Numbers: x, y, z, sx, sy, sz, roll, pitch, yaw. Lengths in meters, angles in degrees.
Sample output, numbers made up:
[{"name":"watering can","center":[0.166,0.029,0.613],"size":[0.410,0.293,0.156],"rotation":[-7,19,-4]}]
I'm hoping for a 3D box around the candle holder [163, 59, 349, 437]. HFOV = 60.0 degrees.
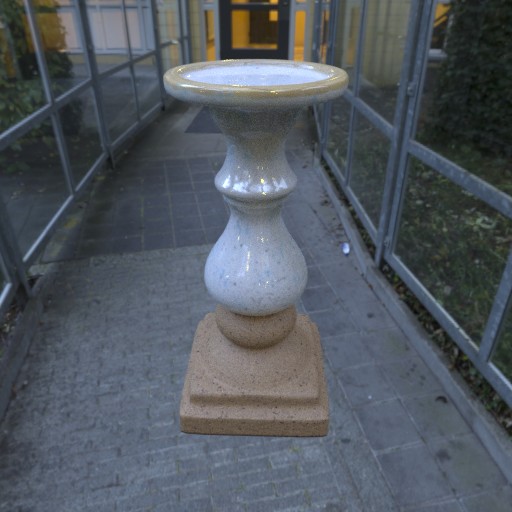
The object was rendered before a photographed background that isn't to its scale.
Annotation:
[{"name":"candle holder","center":[0.000,0.000,0.306],"size":[0.110,0.239,0.110],"rotation":[1,31,1]}]
